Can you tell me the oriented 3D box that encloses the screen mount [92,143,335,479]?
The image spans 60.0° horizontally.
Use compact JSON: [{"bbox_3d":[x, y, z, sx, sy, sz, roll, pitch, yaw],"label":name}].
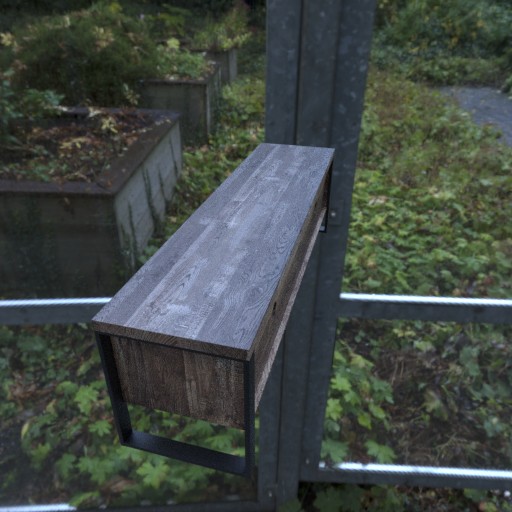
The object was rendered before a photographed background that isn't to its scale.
[{"bbox_3d":[0.000,0.000,1.738,0.395,0.450,1.524,8,31,13],"label":"screen mount"}]
